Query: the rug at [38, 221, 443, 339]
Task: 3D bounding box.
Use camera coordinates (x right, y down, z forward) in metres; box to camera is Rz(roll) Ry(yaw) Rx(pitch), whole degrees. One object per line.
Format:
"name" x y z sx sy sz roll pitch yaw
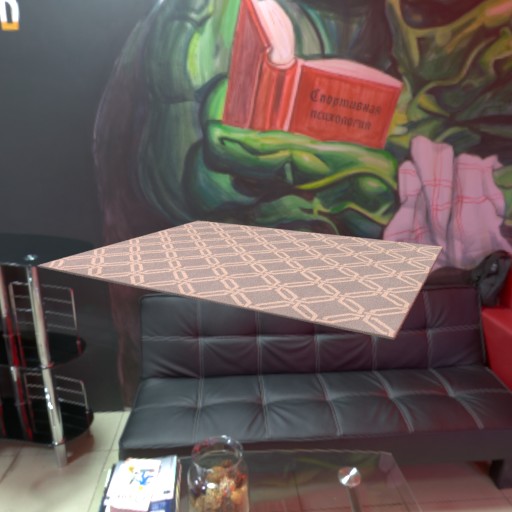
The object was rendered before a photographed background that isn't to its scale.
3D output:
"rug" 0.000 0.000 3.987 2.895 0.018 2.288 8 17 27
